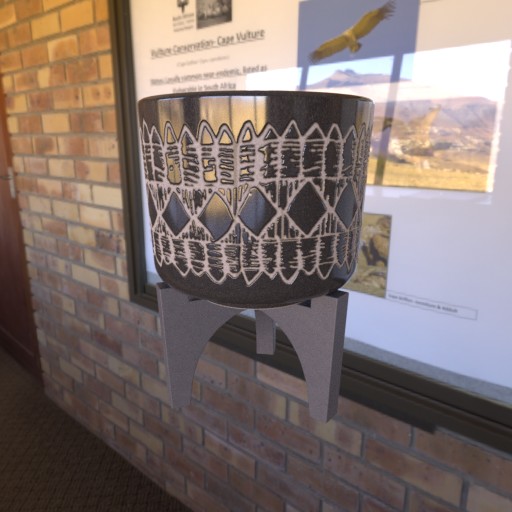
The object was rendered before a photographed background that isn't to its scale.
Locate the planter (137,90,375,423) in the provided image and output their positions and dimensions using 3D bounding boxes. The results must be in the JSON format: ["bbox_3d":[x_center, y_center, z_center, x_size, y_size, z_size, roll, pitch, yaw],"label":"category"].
[{"bbox_3d":[0.000,0.000,0.270,0.129,0.177,0.129,0,15,0],"label":"planter"}]
